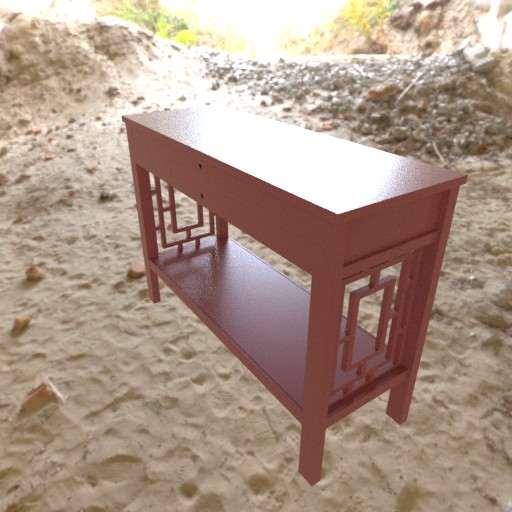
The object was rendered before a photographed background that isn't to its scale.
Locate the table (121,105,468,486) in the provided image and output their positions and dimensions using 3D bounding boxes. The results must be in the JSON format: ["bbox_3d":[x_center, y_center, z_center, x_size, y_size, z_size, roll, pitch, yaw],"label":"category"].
[{"bbox_3d":[0.000,0.000,1.425,0.397,0.753,1.068,-18,33,-30],"label":"table"}]
